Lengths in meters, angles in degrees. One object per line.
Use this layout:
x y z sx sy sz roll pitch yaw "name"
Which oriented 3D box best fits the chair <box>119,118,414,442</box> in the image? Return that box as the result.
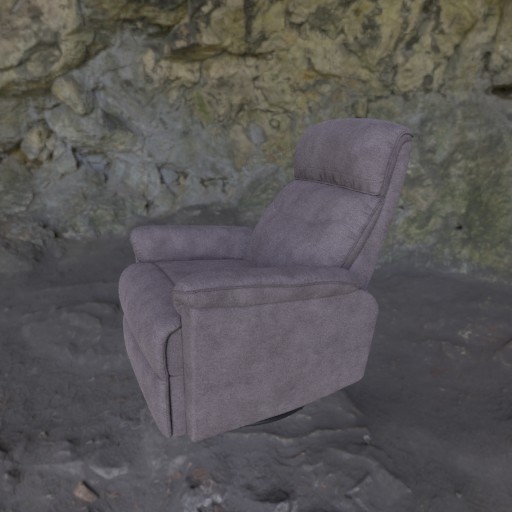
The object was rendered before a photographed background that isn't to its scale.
0.000 0.000 1.736 1.009 1.036 0.830 -8 18 -24 "chair"
